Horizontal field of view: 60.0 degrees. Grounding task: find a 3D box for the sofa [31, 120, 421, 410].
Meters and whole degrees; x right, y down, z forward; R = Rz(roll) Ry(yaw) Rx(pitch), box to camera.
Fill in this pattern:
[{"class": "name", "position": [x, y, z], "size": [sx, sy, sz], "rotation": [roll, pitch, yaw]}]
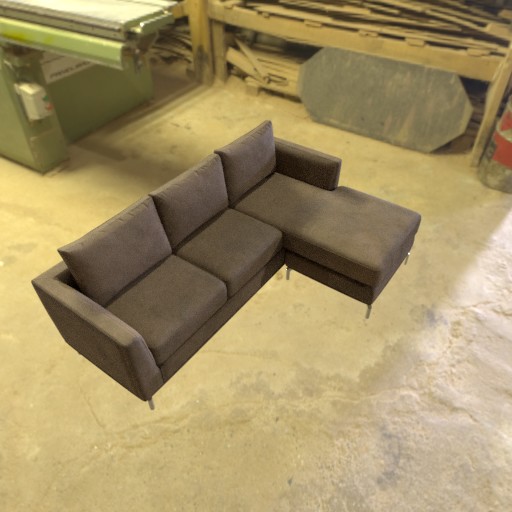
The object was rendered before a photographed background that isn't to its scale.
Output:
[{"class": "sofa", "position": [0.000, 0.000, 3.223], "size": [1.622, 0.987, 2.438], "rotation": [26, 48, 26]}]
